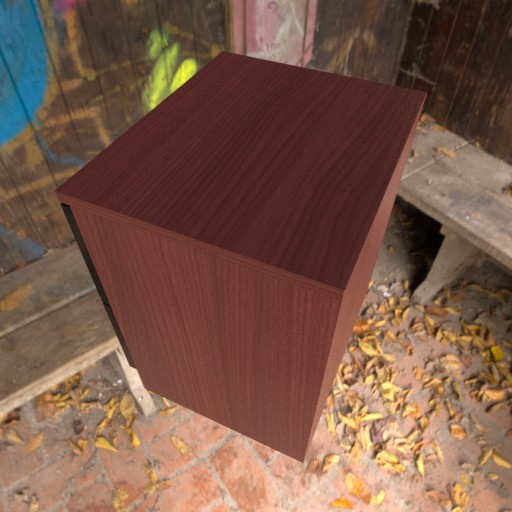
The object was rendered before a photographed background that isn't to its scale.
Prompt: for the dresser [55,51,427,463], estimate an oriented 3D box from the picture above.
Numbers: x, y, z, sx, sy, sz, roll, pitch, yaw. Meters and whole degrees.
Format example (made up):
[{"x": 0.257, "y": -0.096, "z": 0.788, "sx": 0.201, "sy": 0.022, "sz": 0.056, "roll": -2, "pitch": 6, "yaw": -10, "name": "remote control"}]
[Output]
[{"x": 0.000, "y": 0.000, "z": 0.743, "sx": 0.360, "sy": 0.470, "sz": 0.400, "roll": 19, "pitch": 50, "yaw": 16, "name": "dresser"}]
